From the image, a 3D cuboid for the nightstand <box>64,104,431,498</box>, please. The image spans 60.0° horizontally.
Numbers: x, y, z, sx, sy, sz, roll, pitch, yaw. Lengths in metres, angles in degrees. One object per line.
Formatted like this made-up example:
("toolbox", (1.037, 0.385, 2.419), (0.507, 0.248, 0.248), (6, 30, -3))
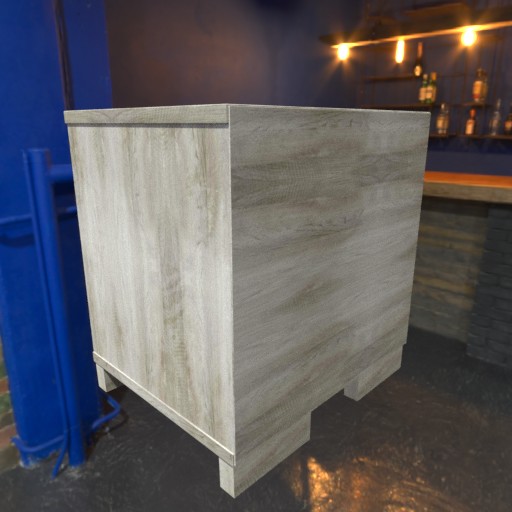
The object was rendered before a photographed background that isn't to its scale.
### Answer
("nightstand", (0.000, 0.000, 0.723), (0.347, 0.448, 0.427), (16, 23, 42))
